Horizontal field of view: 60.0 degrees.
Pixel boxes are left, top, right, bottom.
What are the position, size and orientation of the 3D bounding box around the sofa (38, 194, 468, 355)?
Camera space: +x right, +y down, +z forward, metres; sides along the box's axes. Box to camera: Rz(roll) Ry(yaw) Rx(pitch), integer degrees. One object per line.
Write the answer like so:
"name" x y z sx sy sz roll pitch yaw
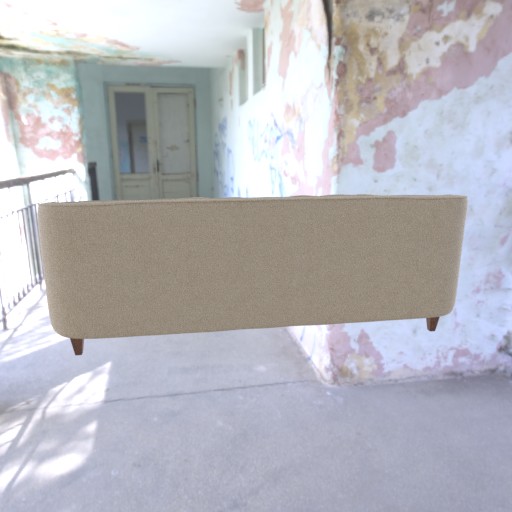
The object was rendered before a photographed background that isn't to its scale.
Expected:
"sofa" 0.000 0.000 2.631 2.235 0.788 0.913 -2 14 -9
